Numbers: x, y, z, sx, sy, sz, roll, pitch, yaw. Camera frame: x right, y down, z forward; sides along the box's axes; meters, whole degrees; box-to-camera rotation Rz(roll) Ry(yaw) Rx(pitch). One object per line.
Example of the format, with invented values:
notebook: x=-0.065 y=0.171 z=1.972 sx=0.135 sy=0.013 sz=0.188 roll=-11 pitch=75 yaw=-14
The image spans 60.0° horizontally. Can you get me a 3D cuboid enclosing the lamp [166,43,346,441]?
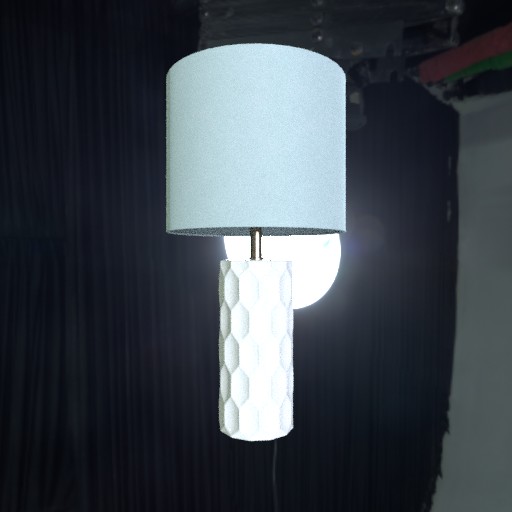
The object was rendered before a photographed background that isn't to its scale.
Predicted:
lamp: x=0.000 y=0.000 z=0.695 sx=0.277 sy=0.534 sz=0.277 roll=0 pitch=0 yaw=-36
